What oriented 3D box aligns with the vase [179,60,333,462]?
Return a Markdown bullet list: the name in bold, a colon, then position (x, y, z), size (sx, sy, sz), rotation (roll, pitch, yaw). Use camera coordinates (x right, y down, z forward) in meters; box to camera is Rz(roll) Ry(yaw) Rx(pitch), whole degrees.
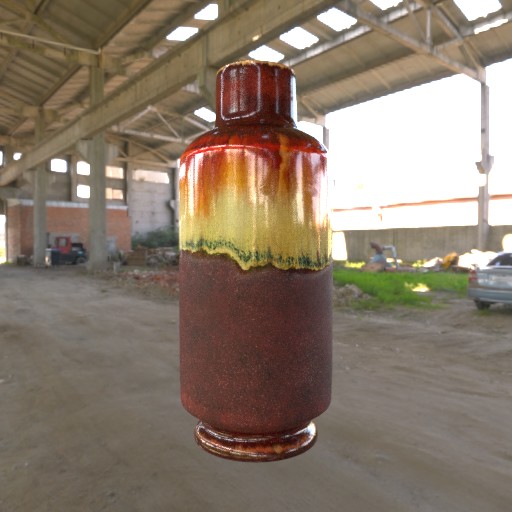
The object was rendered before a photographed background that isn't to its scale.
- **vase**: position (0.000, 0.000, 0.323), size (0.111, 0.261, 0.111), rotation (0, 1, 0)
